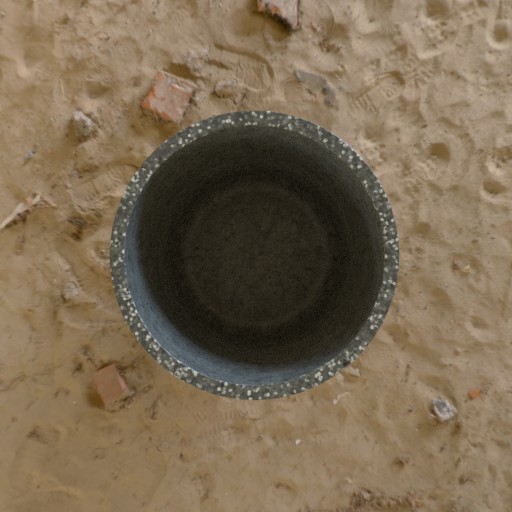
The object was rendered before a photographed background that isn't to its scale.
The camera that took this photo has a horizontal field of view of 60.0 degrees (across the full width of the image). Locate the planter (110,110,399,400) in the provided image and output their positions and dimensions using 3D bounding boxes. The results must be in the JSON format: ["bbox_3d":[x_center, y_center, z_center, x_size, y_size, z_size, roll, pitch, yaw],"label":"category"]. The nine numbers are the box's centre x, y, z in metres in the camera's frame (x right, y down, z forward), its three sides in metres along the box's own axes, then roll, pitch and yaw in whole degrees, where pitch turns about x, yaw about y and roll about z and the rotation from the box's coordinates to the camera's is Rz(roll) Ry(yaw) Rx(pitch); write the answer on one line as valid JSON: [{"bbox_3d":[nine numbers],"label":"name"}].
[{"bbox_3d":[0.000,0.000,0.672,0.360,0.419,0.360,0,90,1],"label":"planter"}]
